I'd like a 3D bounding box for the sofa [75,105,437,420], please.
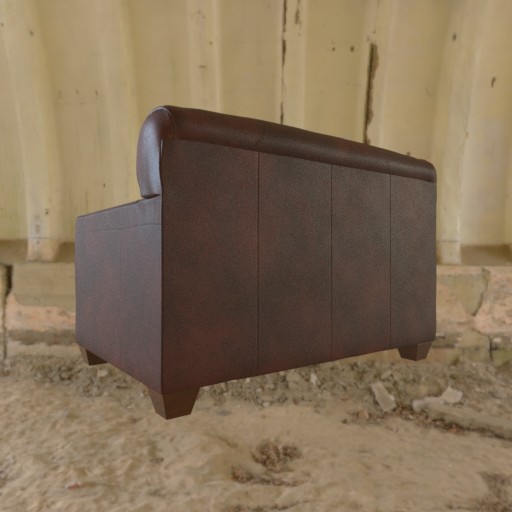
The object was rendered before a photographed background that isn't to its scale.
[{"bbox_3d":[0.000,0.000,2.033,1.413,0.956,1.000,0,0,-36],"label":"sofa"}]
